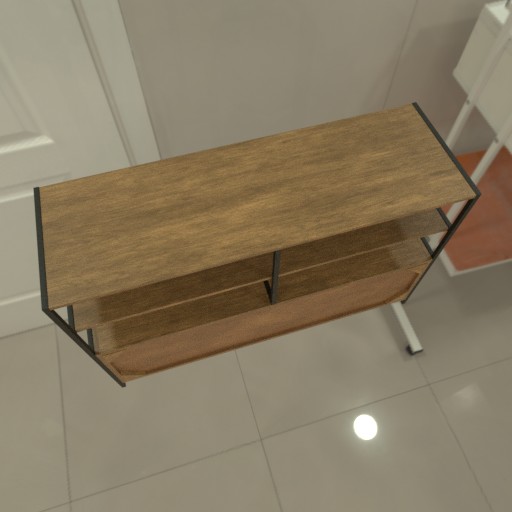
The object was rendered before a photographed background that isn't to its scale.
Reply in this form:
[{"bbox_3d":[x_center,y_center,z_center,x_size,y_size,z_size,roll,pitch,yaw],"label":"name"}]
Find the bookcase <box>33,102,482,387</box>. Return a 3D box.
[{"bbox_3d":[0.000,0.000,1.503,1.149,0.712,0.391,-15,61,-9],"label":"bookcase"}]
